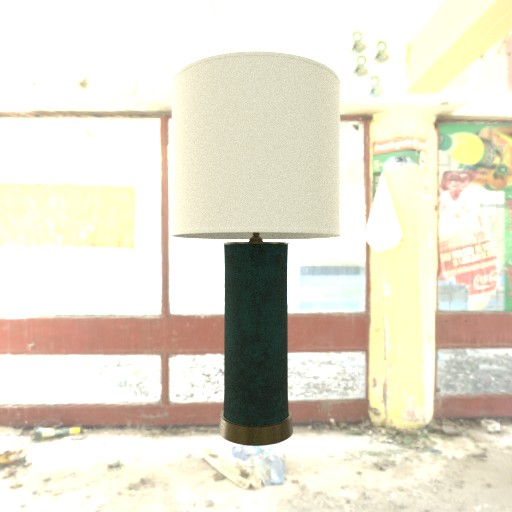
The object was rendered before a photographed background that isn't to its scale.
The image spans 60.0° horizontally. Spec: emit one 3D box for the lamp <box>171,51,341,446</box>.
[{"bbox_3d":[0.000,0.000,0.801,0.301,0.630,0.301,0,0,18],"label":"lamp"}]
